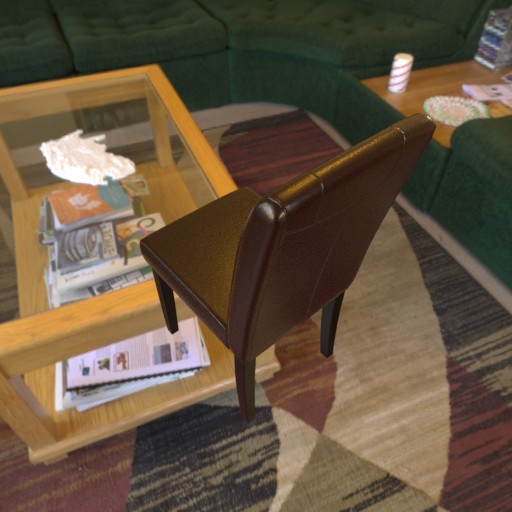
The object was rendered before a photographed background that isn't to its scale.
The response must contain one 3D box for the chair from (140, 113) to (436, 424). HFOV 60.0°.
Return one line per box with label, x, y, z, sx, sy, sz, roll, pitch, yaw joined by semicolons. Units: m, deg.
chair;0.000;0.000;1.156;0.399;0.897;0.556;-32;54;-27
